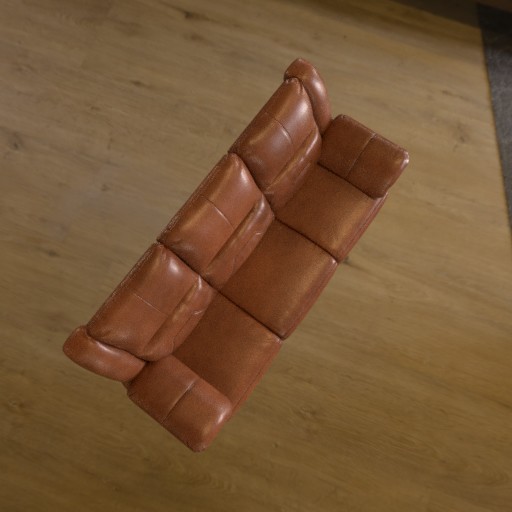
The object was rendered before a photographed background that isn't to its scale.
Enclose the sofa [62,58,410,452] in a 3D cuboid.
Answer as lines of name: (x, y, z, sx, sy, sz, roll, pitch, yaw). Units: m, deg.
sofa: (0.000, 0.000, 2.900, 0.991, 1.043, 2.337, 36, 80, 8)
